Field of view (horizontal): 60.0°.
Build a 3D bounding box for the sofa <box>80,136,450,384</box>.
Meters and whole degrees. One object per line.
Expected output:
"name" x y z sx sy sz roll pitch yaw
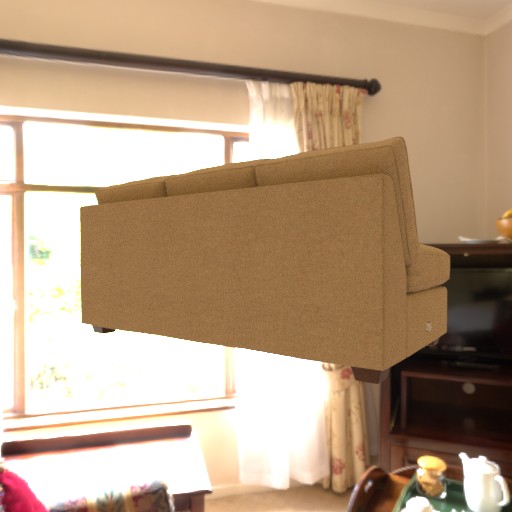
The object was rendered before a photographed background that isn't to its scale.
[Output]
"sofa" 0.000 0.000 2.775 2.092 1.036 1.127 0 0 36
